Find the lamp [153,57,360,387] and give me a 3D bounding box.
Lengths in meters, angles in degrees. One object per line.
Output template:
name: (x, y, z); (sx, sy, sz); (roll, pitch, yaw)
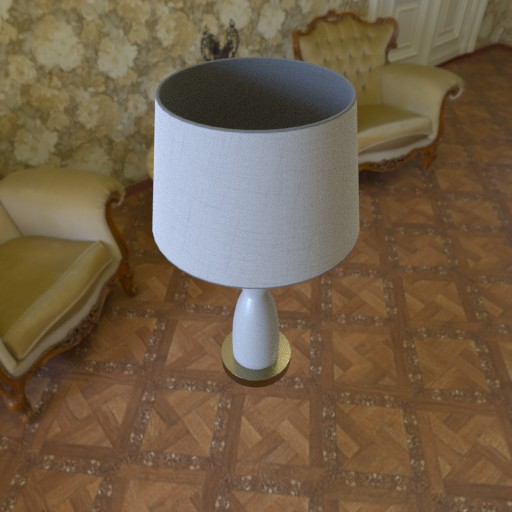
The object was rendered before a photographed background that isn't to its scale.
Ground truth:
lamp: (0.000, 0.000, 0.722); (0.309, 0.545, 0.309); (0, 41, 0)
